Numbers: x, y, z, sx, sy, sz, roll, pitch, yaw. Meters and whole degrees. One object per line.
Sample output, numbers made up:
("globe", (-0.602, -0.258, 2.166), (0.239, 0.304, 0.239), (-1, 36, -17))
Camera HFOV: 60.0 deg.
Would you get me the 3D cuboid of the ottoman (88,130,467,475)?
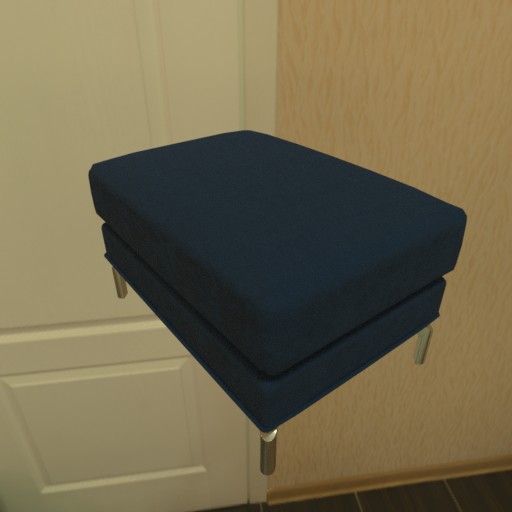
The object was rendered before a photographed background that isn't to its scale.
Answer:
("ottoman", (0.000, 0.000, 1.217), (0.587, 0.498, 0.835), (-22, 38, -31))
